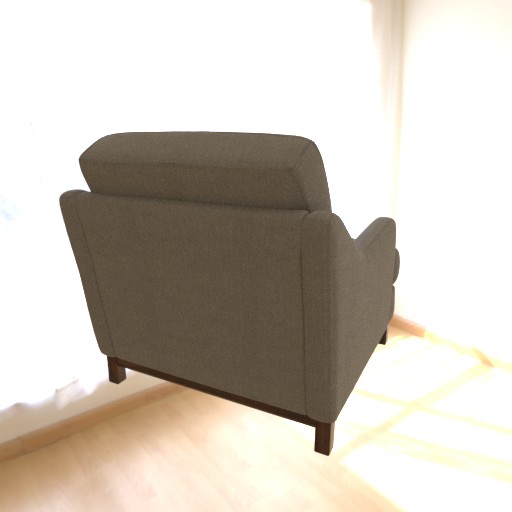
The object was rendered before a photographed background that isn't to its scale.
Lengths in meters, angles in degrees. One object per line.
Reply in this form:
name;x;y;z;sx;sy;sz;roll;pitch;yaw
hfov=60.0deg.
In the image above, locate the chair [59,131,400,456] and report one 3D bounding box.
chair;0.000;0.000;1.505;0.826;0.821;0.892;8;18;26
